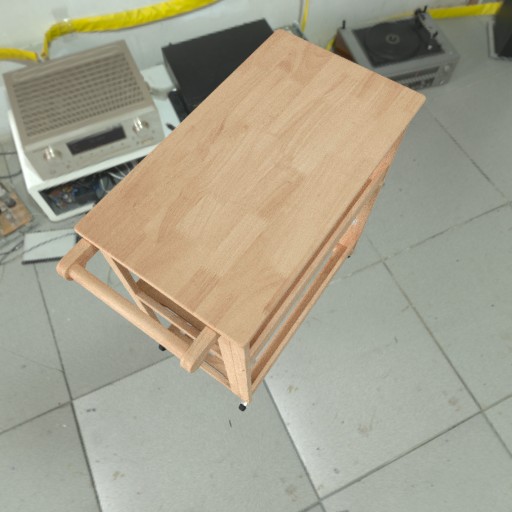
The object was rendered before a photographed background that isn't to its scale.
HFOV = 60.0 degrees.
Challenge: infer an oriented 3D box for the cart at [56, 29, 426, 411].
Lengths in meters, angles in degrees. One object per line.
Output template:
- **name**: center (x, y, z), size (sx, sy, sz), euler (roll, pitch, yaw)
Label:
- **cart**: center (0.000, 0.000, 1.362), size (0.432, 0.879, 0.853), euler (32, 68, 15)
